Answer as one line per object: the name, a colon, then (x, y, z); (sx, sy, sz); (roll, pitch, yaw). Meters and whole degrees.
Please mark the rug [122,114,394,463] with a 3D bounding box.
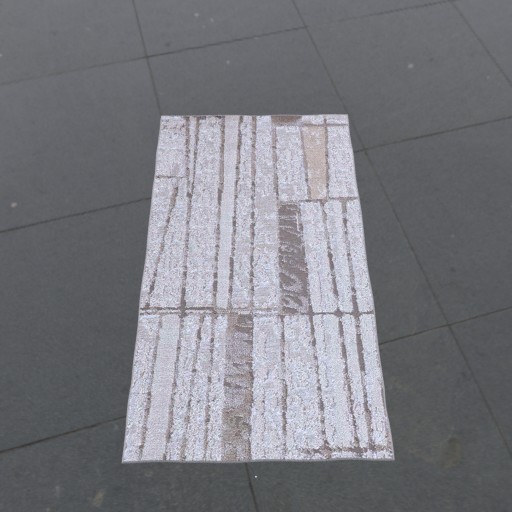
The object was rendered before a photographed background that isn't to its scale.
rug: (0.000, 0.000, 1.025); (0.515, 0.007, 0.867); (0, 64, 0)
